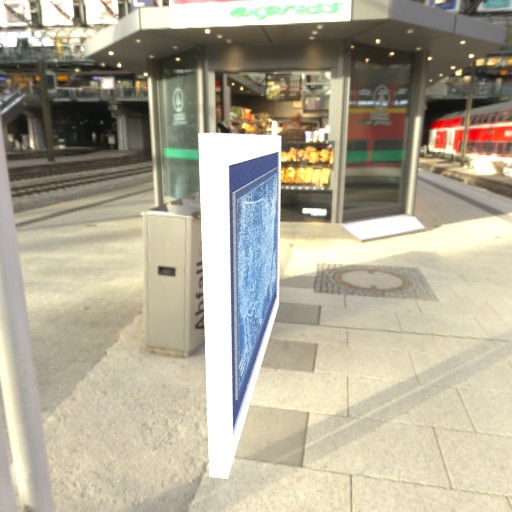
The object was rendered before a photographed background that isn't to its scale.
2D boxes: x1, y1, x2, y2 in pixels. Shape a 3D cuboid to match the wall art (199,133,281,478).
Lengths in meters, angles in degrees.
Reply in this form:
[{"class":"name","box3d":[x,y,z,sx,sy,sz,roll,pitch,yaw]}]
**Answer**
[{"class":"wall art","box3d":[0.000,0.000,1.712,0.051,0.902,1.308,2,15,9]}]
